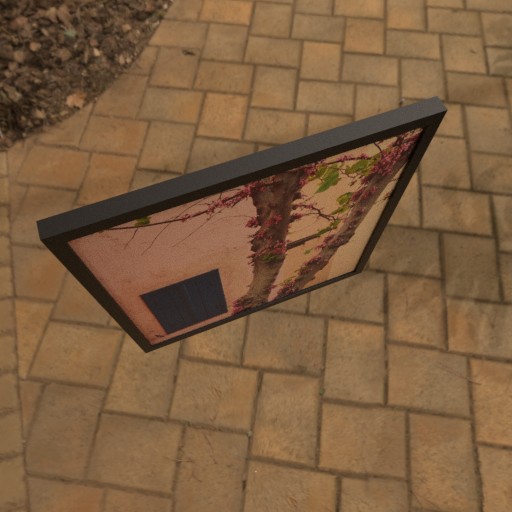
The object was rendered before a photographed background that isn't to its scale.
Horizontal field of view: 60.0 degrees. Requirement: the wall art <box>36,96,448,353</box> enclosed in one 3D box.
[{"bbox_3d":[0.000,0.000,1.124,0.762,0.762,0.038,-19,66,-9],"label":"wall art"}]
